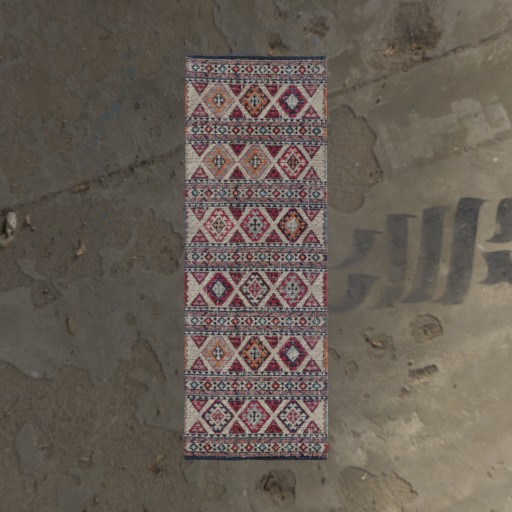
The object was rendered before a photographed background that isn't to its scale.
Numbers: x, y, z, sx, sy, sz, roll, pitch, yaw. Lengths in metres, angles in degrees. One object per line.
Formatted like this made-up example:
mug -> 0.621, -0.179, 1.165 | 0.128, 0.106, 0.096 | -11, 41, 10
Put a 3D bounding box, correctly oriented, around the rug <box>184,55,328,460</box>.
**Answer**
rug -> 0.000, 0.000, 2.584 | 0.832, 0.008, 2.362 | 0, 89, -1
